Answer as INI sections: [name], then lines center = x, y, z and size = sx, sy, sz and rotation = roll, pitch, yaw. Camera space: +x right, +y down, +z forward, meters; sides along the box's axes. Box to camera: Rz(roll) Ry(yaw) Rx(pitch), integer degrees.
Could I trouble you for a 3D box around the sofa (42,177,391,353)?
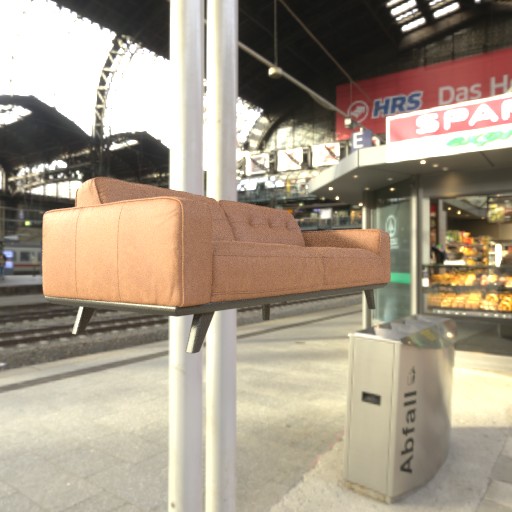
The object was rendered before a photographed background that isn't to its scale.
[sofa]
center = 0.000, 0.000, 2.743
size = 0.953, 0.780, 2.270
rotation = -1, -1, 35
